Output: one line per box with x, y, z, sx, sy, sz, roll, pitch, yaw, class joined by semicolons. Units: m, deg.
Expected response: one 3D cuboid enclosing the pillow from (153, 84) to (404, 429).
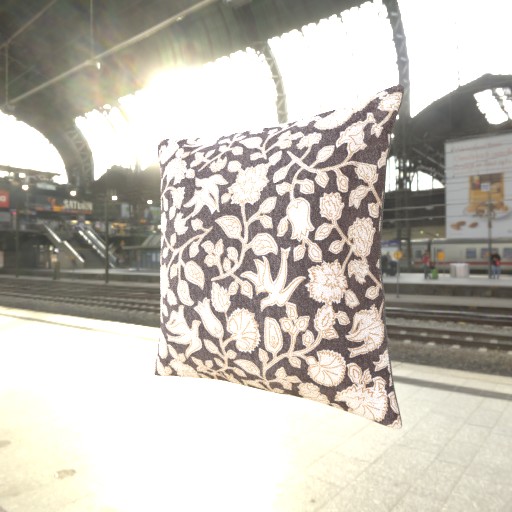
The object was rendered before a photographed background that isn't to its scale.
0.000;0.000;0.800;0.526;0.507;0.166;0;0;35;pillow
